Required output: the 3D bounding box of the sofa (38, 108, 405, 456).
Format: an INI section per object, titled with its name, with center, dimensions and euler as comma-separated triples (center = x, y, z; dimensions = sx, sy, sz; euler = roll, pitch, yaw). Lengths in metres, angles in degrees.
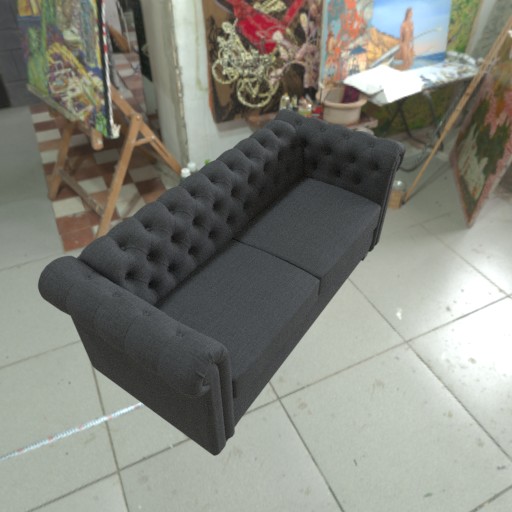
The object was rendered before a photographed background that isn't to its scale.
[sofa]
center = 0.000, 0.000, 2.262
dimensions = 0.783, 0.797, 1.798
euler = 25, 48, 25
